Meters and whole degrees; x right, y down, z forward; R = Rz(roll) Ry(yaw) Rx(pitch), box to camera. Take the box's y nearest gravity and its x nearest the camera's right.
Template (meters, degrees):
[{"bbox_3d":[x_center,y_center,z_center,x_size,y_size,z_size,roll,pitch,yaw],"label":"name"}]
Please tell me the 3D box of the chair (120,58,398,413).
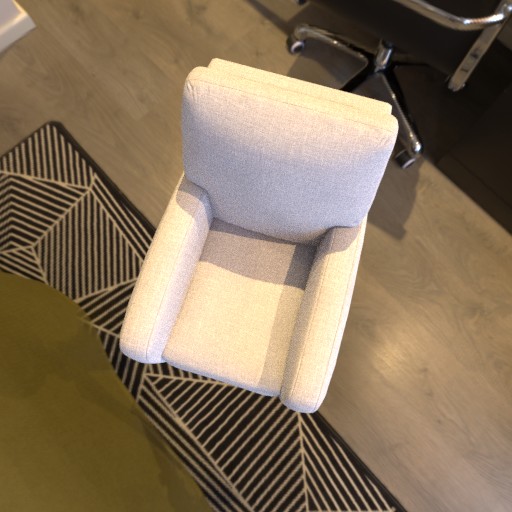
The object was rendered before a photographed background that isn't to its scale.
[{"bbox_3d":[0.000,0.000,1.673,0.762,0.990,0.990,16,77,4],"label":"chair"}]
